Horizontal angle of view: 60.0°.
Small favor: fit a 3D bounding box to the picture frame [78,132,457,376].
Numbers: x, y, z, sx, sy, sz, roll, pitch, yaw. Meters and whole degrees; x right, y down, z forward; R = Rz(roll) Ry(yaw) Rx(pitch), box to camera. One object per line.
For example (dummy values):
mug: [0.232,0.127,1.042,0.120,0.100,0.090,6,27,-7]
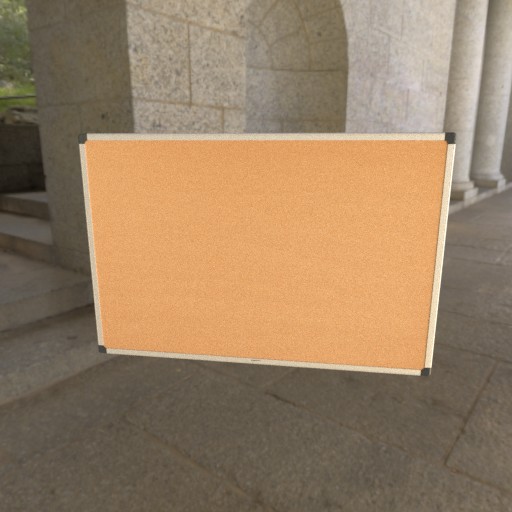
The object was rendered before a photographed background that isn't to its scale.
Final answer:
picture frame: [0.000,0.000,1.120,0.900,0.600,0.010,2,15,8]
